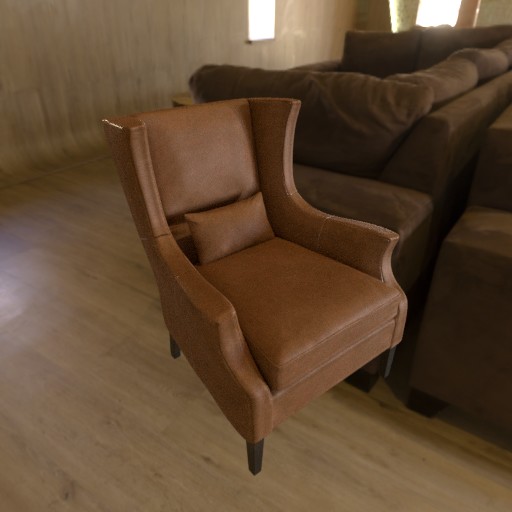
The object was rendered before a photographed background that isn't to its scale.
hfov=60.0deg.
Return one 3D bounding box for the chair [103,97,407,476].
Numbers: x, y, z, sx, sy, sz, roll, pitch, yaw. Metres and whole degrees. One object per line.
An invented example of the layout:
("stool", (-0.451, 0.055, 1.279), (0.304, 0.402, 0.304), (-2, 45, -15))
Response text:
("chair", (0.000, 0.000, 1.682), (0.852, 1.016, 0.925), (-22, 36, -34))
